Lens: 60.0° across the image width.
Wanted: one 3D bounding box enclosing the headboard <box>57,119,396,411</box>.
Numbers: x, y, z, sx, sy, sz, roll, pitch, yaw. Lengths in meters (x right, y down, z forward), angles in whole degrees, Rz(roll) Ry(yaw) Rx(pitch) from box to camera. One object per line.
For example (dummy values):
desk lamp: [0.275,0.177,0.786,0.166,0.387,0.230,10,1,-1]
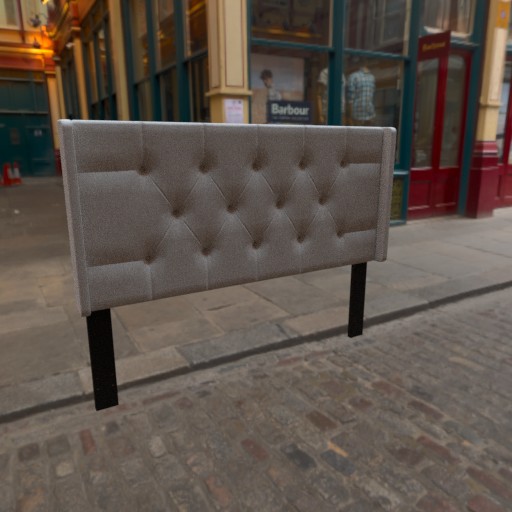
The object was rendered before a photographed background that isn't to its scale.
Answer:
headboard: [0.000,0.000,2.672,2.051,1.524,0.184,-8,17,-30]
